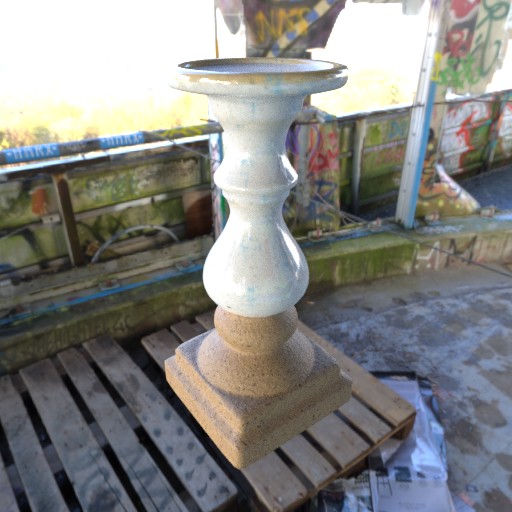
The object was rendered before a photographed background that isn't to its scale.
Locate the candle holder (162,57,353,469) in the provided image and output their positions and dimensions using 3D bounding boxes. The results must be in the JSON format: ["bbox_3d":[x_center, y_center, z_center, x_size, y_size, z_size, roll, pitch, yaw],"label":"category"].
[{"bbox_3d":[0.000,0.000,0.299,0.110,0.239,0.110,-19,34,-32],"label":"candle holder"}]
